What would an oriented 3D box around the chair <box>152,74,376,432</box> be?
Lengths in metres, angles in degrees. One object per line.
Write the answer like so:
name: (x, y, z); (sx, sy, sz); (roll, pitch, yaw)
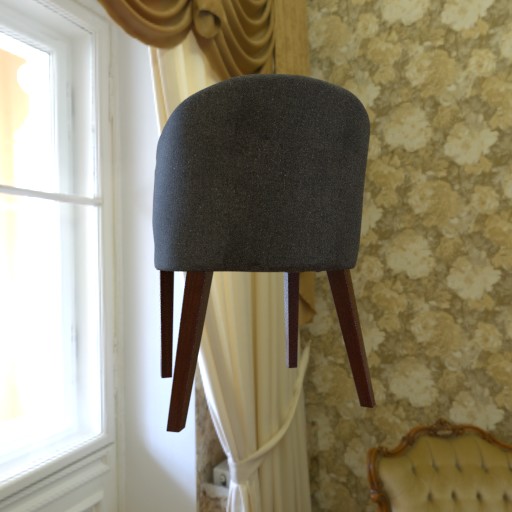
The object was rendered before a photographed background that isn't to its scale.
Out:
chair: (0.000, 0.000, 1.283); (0.583, 0.811, 0.655); (0, 0, -18)
